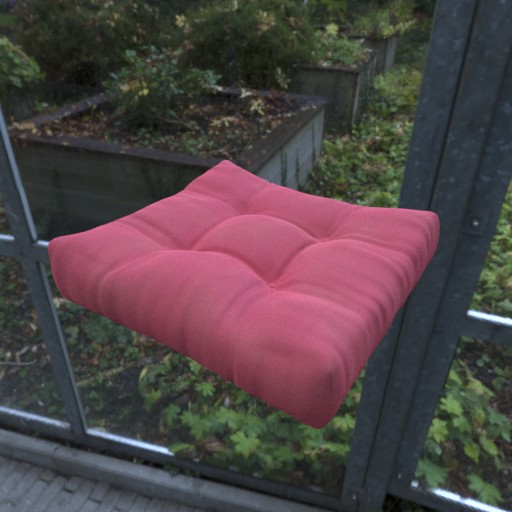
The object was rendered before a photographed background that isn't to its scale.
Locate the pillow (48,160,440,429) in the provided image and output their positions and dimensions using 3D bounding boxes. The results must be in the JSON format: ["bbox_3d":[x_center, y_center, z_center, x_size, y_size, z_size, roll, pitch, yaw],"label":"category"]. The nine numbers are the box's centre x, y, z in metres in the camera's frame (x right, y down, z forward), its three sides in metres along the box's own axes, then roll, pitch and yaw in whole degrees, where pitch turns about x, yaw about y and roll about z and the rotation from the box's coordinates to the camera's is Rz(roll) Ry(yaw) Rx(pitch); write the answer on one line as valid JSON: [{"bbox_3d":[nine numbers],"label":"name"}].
[{"bbox_3d":[0.000,0.000,0.742,0.490,0.128,0.468,19,37,28],"label":"pillow"}]
